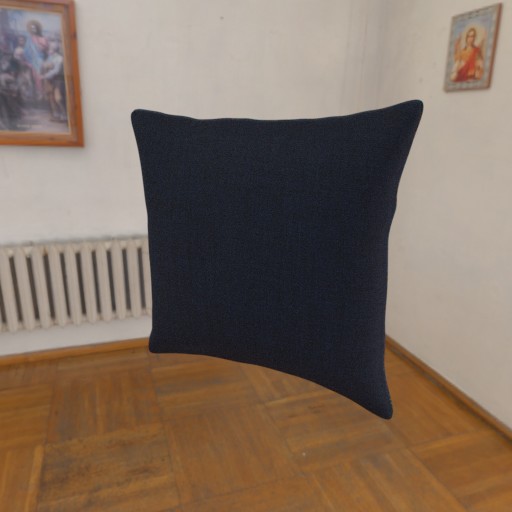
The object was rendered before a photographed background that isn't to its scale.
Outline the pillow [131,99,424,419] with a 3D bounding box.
[{"bbox_3d":[0.000,0.000,0.658,0.431,0.431,0.141,8,19,25],"label":"pillow"}]
